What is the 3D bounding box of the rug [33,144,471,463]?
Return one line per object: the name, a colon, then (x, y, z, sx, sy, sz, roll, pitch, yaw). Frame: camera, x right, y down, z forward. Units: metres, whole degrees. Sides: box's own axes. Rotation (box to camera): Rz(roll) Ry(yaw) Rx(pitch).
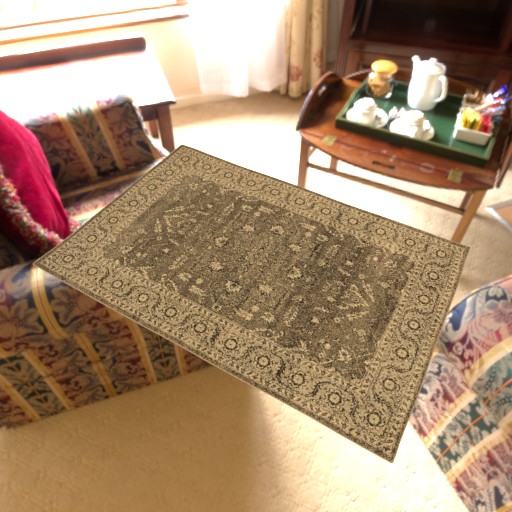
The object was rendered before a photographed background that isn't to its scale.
rug: (0.000, 0.000, 2.207, 1.828, 0.019, 1.209, 23, 52, 20)
